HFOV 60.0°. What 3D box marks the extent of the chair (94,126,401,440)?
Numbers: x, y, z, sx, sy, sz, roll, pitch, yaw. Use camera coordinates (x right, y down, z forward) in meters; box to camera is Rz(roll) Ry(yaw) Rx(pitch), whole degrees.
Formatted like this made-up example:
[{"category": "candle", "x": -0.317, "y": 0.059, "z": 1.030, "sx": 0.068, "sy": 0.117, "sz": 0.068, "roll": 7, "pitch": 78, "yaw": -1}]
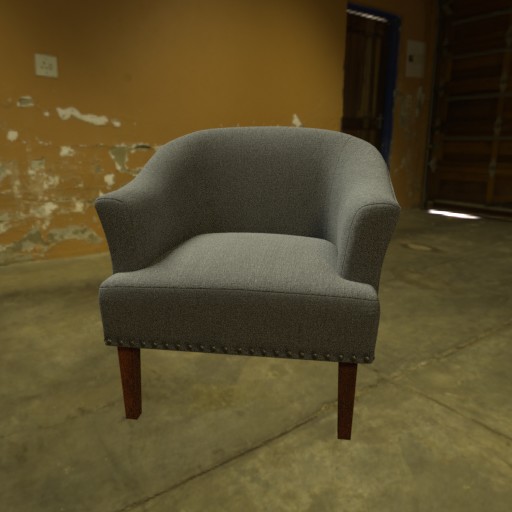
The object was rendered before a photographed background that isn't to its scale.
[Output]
[{"category": "chair", "x": 0.000, "y": 0.000, "z": 1.394, "sx": 0.798, "sy": 0.815, "sz": 0.704, "roll": 2, "pitch": 14, "yaw": 9}]
